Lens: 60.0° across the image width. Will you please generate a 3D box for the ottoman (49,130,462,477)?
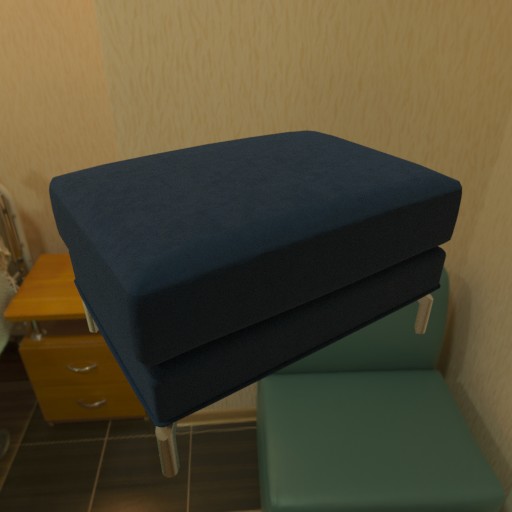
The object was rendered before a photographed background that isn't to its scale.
[{"bbox_3d":[0.000,0.000,1.155,0.835,0.498,0.587,-19,35,-29],"label":"ottoman"}]
